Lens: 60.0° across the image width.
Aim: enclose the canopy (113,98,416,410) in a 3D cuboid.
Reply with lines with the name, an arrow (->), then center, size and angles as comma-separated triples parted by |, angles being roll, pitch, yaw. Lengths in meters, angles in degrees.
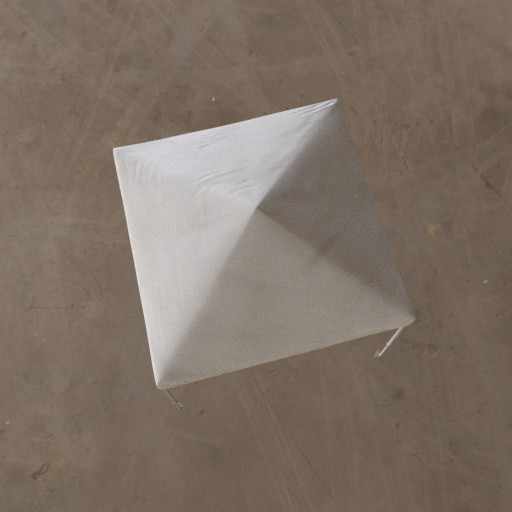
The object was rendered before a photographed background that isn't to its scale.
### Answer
canopy -> 0.000, 0.000, 5.040 | 2.849, 2.849, 2.848 | -14, 74, -4
